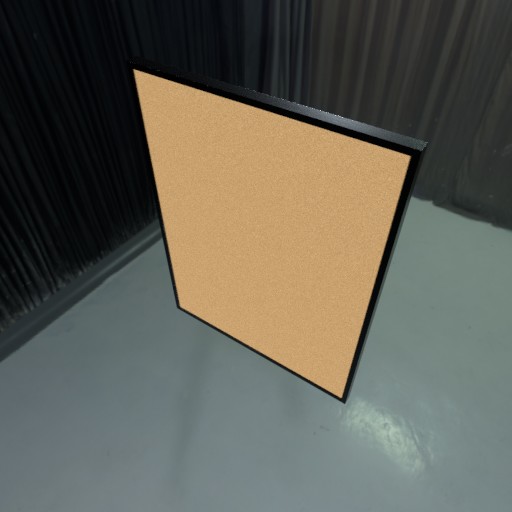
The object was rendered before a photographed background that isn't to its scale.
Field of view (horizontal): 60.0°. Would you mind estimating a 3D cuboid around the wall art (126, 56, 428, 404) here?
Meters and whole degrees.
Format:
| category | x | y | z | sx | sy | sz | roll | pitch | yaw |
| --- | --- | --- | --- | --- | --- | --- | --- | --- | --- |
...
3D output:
| category | x | y | z | sx | sy | sz | roll | pitch | yaw |
| --- | --- | --- | --- | --- | --- | --- | --- | --- | --- |
| wall art | 0.000 | 0.000 | 1.411 | 0.805 | 1.062 | 0.040 | 25 | 50 | 23 |
